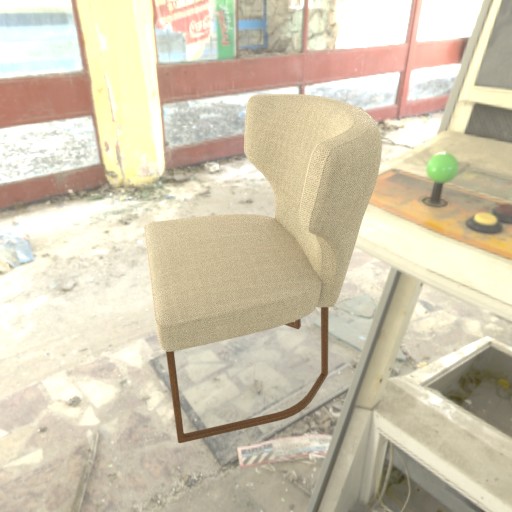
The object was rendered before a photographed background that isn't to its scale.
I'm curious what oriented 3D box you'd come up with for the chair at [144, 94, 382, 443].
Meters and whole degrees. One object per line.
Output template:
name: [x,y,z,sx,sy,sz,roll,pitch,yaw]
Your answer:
chair: [0.000,0.000,1.302,0.617,0.824,0.611,-8,31,-13]
